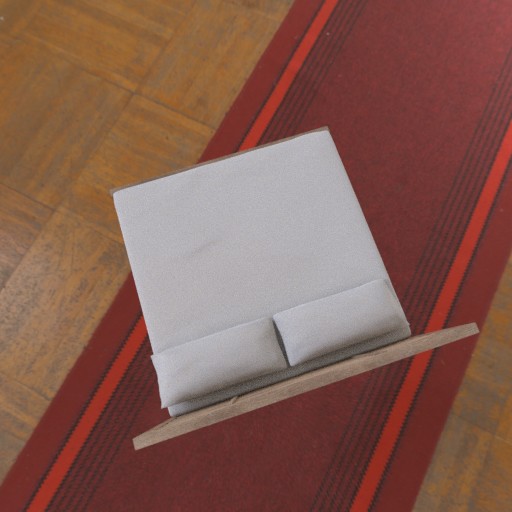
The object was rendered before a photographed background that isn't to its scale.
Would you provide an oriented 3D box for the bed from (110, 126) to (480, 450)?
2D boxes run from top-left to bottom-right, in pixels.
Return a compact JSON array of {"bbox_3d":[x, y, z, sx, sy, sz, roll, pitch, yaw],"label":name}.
[{"bbox_3d":[0.000,0.000,3.490,2.032,1.626,2.062,-17,76,-4],"label":"bed"}]
